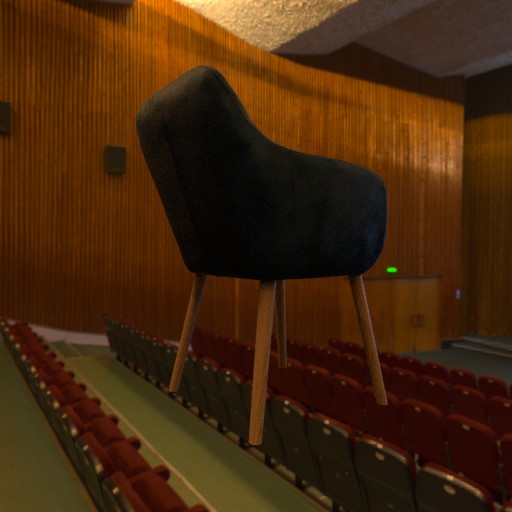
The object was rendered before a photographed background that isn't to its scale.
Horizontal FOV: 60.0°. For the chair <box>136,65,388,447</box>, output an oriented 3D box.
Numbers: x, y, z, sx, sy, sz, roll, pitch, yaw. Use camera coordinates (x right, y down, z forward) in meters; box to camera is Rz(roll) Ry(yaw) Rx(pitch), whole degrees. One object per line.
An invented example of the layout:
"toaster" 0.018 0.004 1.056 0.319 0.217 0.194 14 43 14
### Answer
"chair" 0.000 0.000 1.240 0.573 0.826 0.578 -1 2 -35
